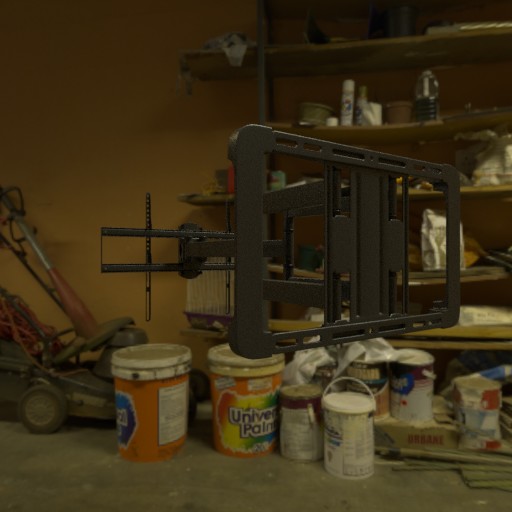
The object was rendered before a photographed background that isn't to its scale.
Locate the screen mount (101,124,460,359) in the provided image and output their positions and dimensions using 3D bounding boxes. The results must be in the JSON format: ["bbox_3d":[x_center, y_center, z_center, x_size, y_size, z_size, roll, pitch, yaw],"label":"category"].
[{"bbox_3d":[0.000,0.000,1.368,0.725,0.483,0.905,0,0,-35],"label":"screen mount"}]
